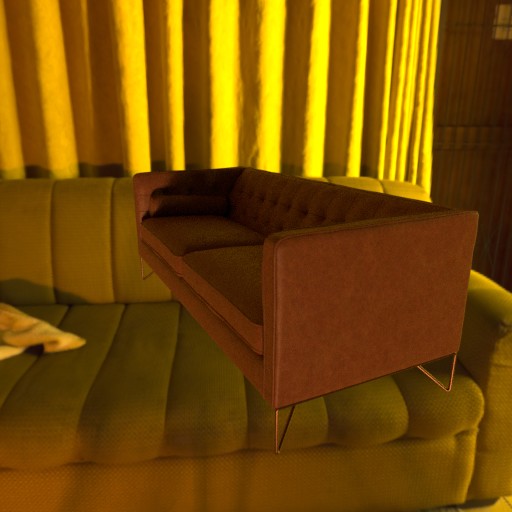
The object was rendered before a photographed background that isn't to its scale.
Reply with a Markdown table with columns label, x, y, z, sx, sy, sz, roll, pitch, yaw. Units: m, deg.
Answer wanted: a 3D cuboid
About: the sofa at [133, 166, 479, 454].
| label | x | y | z | sx | sy | sz | roll | pitch | yaw |
| --- | --- | --- | --- | --- | --- | --- | --- | --- | --- |
| sofa | 0.000 | 0.000 | 2.492 | 0.912 | 0.798 | 2.079 | -8 | 18 | -25 |
